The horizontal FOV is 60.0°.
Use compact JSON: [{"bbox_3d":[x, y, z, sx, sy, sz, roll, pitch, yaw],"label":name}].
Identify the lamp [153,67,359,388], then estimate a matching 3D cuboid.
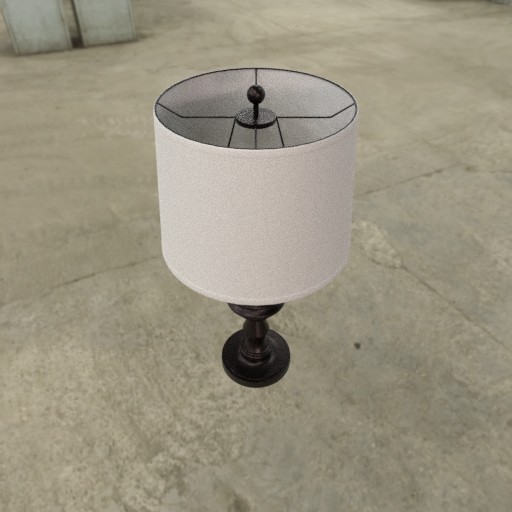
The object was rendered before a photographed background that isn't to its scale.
[{"bbox_3d":[0.000,0.000,0.948,0.383,0.726,0.383,0,41,0],"label":"lamp"}]
